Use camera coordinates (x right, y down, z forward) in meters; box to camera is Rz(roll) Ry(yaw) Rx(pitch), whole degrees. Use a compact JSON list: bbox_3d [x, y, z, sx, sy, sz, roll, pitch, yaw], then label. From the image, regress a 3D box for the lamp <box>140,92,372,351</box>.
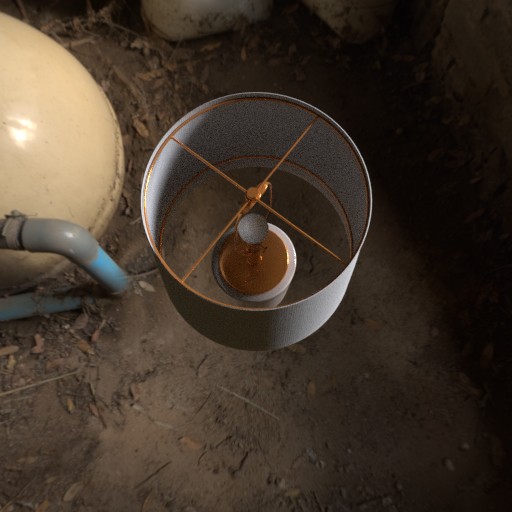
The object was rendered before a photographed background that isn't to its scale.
[{"bbox_3d":[0.000,0.000,0.450,0.189,0.340,0.189,0,77,0],"label":"lamp"}]
